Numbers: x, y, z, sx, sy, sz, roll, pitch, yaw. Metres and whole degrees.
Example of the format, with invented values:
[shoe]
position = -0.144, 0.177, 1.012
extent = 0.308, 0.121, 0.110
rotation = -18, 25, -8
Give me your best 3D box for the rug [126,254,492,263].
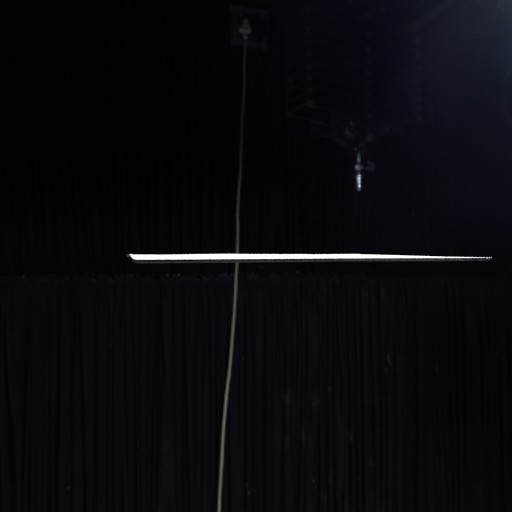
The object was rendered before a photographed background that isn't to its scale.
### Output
[rug]
position = 0.000, 0.000, 3.669
extent = 2.032, 0.038, 2.869
rotation = 0, 1, -17
